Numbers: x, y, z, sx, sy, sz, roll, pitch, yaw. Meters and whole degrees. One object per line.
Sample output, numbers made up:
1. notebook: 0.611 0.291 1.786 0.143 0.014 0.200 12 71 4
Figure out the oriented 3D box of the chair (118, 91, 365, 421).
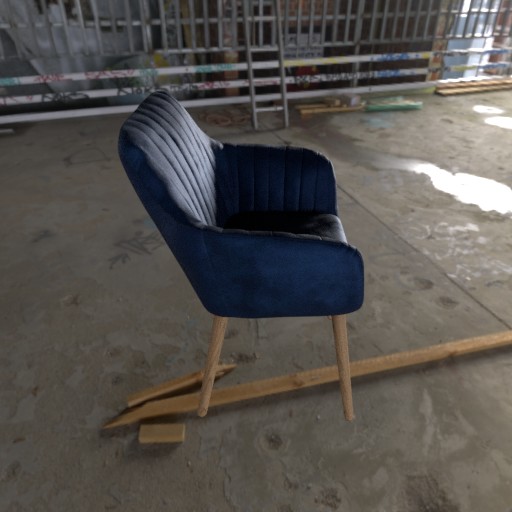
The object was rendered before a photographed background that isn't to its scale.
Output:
1. chair: 0.000 0.000 1.252 0.573 0.826 0.578 1 33 1
